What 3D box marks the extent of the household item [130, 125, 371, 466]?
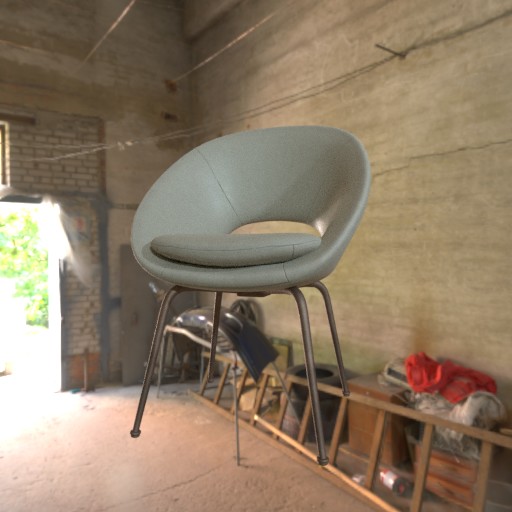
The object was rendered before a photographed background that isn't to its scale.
[{"bbox_3d":[0.000,0.000,1.237,0.623,0.852,0.573,0,1,18],"label":"household item"}]
